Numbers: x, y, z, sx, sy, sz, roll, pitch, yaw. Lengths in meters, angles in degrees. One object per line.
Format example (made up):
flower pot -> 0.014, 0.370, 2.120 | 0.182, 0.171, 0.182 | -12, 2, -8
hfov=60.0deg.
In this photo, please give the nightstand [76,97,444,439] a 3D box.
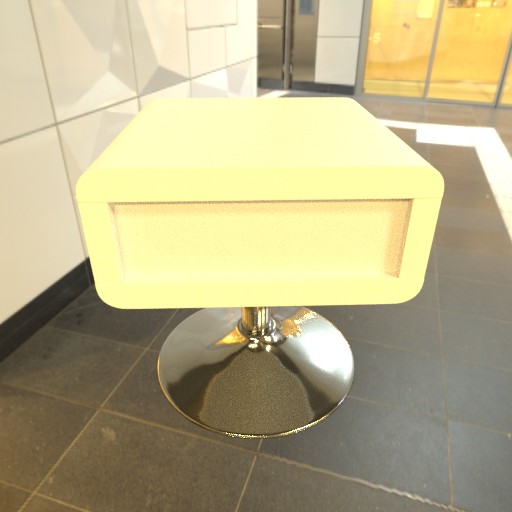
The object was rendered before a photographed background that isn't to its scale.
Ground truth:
nightstand -> 0.000, 0.000, 0.751 | 0.399, 0.447, 0.404 | -1, 30, -2
